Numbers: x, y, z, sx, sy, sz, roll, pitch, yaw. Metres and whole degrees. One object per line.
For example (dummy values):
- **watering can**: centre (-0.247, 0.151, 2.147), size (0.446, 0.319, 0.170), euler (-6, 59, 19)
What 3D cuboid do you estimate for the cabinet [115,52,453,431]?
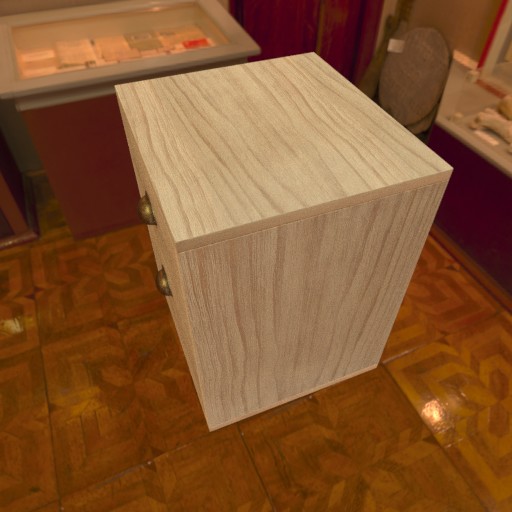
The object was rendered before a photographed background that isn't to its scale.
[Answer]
- **cabinet**: centre (0.000, 0.000, 0.876), size (0.401, 0.579, 0.409), euler (-16, 48, -15)
